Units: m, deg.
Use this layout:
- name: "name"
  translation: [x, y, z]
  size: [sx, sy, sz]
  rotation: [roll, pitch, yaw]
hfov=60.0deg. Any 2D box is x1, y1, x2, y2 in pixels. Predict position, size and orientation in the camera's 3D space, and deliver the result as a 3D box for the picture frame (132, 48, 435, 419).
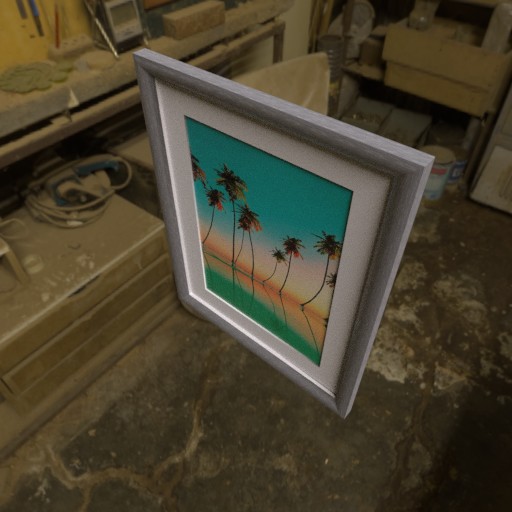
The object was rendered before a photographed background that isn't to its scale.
- name: "picture frame"
  translation: [0.000, 0.000, 0.745]
  size: [0.454, 0.559, 0.029]
  rotation: [31, 53, 27]
